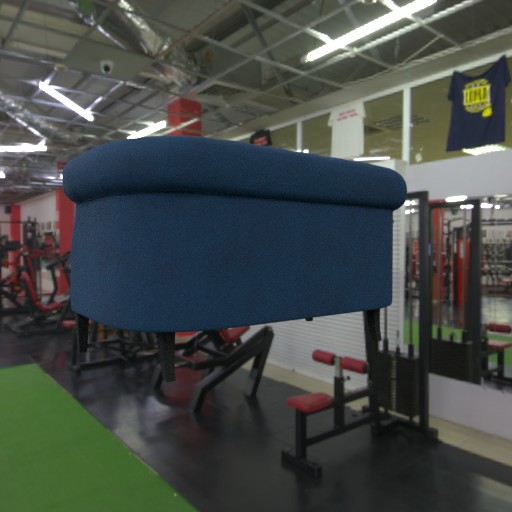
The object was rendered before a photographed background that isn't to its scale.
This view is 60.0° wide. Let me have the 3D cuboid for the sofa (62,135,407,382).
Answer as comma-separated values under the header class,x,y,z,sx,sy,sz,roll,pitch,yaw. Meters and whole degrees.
class,x,y,z,sx,sy,sz,roll,pitch,yaw
sofa,0.000,0.000,2.024,1.558,0.827,0.835,-1,1,-36
